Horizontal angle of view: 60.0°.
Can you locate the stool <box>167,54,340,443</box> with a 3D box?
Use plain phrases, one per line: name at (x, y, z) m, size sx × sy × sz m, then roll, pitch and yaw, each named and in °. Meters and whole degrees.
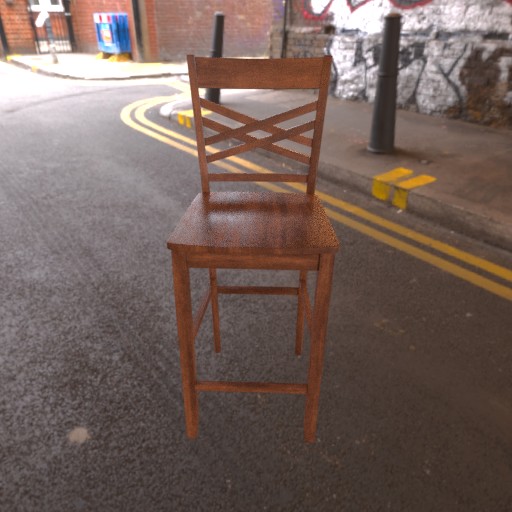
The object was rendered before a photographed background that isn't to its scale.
stool at (0.000, 0.000, 1.371) m, size 0.433 × 1.105 × 0.487 m, roll 1°, pitch 29°, yaw 2°
